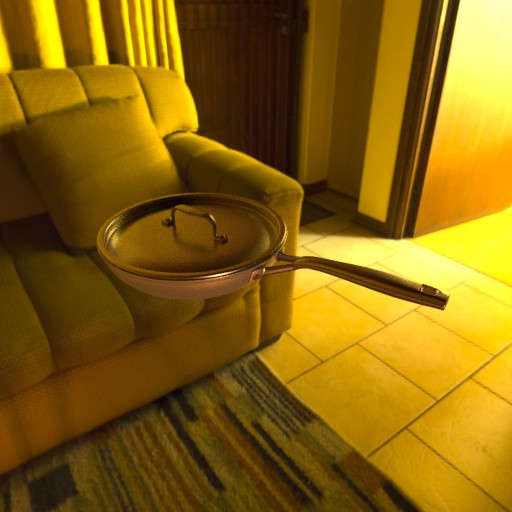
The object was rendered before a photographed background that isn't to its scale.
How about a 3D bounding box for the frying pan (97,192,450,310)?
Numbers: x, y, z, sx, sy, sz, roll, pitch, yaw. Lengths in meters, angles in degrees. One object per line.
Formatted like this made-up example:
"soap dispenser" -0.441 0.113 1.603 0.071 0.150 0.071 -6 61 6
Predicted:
"frying pan" 0.000 0.000 0.602 0.490 0.086 0.272 18 35 28
